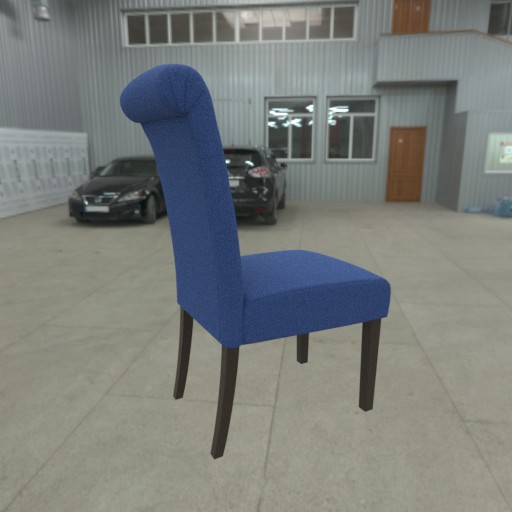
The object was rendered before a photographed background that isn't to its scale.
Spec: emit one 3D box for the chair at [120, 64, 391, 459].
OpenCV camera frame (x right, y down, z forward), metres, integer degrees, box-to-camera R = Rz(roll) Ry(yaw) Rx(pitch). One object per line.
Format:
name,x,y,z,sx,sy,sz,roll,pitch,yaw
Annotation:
chair,0.000,0.000,1.340,0.671,1.006,0.456,-7,15,-27
